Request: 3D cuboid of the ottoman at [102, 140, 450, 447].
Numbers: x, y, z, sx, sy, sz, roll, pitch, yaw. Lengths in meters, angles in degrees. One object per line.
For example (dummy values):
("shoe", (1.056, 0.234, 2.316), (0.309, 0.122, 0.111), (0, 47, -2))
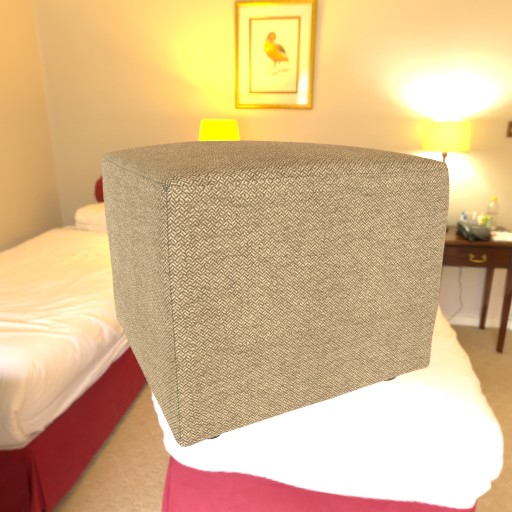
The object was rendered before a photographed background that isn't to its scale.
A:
("ottoman", (0.000, 0.000, 0.910), (0.512, 0.453, 0.519), (-8, 19, -26))
